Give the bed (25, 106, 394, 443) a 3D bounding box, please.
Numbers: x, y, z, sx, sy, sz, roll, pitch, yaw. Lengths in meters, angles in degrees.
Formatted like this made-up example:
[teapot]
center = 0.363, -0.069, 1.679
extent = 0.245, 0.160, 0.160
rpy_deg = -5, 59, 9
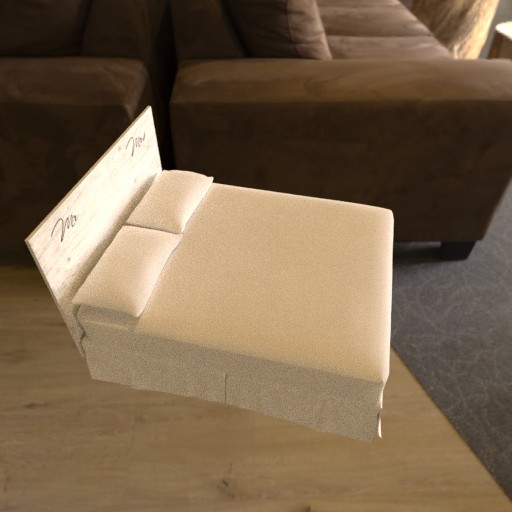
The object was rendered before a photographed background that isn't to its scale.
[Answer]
[bed]
center = 0.000, 0.000, 3.203
extent = 2.094, 1.335, 1.745
rpy_deg = 10, 45, 10
